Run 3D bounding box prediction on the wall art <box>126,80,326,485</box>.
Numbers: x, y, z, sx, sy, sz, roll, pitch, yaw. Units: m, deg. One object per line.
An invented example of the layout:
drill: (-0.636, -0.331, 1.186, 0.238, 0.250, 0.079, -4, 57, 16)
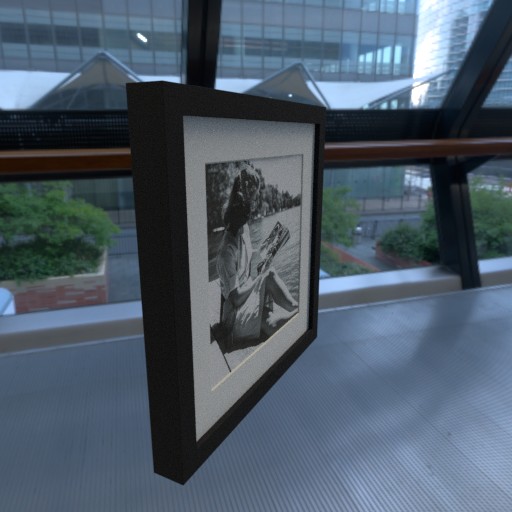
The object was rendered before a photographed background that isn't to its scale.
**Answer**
wall art: (0.000, 0.000, 0.455, 0.030, 0.305, 0.308, 8, 17, 27)
